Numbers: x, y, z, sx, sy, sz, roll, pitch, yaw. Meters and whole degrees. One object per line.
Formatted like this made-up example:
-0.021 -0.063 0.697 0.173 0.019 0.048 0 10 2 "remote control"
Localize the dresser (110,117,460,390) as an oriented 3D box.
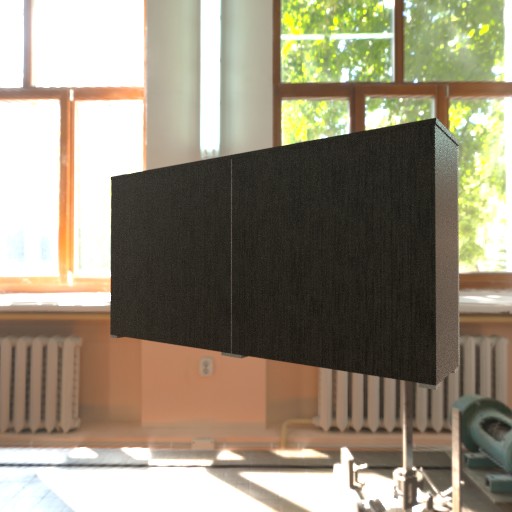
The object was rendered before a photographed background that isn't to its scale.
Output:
0.000 0.000 1.869 1.535 0.790 0.333 -1 -1 36 "dresser"
